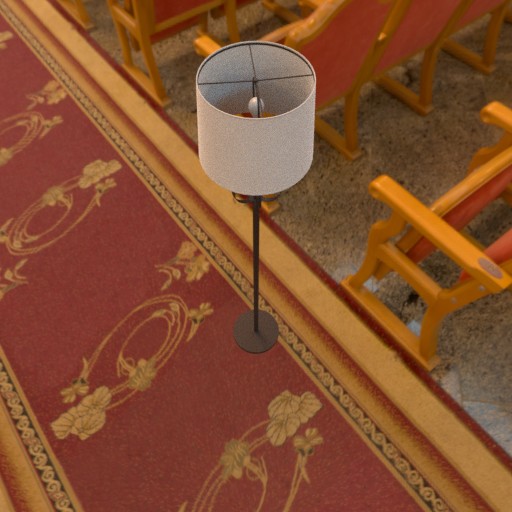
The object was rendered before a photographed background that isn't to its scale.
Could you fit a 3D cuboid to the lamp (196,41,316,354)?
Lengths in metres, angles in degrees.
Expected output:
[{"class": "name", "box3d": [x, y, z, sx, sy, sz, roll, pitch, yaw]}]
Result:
[{"class": "lamp", "box3d": [0.000, 0.000, 1.558, 0.286, 1.462, 0.286, -33, 65, -18]}]
